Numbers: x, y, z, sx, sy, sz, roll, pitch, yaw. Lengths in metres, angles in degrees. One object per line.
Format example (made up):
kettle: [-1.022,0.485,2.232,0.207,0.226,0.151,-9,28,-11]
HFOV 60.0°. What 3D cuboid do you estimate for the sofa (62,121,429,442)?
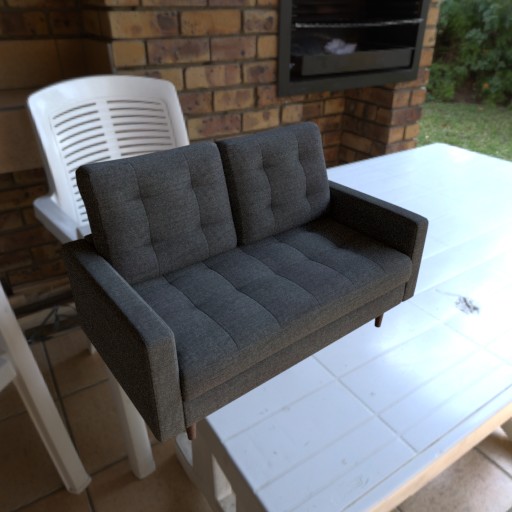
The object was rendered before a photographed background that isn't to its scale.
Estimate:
sofa: [0.000,0.000,1.950,1.407,0.907,0.842,-21,36,-32]
